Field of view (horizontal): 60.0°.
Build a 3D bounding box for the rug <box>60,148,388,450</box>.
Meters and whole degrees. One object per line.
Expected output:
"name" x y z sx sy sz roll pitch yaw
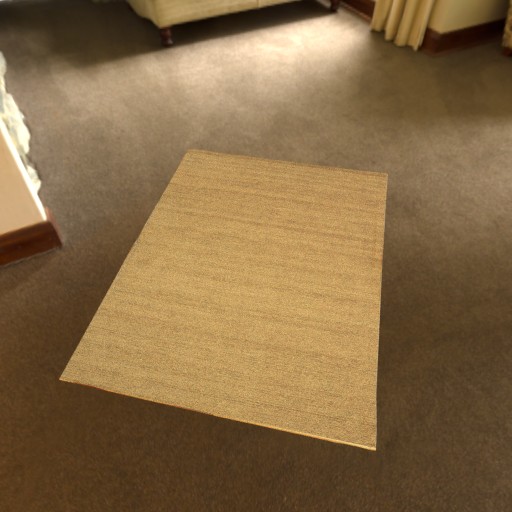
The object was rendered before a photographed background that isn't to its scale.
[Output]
"rug" 0.000 0.000 4.306 2.434 0.045 3.202 10 49 9
